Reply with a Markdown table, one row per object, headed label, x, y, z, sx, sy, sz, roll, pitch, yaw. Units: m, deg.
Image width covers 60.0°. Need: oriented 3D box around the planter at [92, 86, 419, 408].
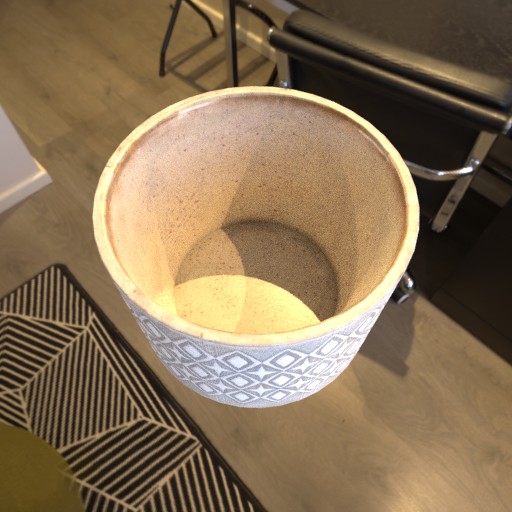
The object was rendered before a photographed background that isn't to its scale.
| label | x | y | z | sx | sy | sz | roll | pitch | yaw |
| --- | --- | --- | --- | --- | --- | --- | --- | --- | --- |
| planter | 0.000 | 0.000 | 0.317 | 0.186 | 0.144 | 0.186 | 0 | 59 | 0 |
